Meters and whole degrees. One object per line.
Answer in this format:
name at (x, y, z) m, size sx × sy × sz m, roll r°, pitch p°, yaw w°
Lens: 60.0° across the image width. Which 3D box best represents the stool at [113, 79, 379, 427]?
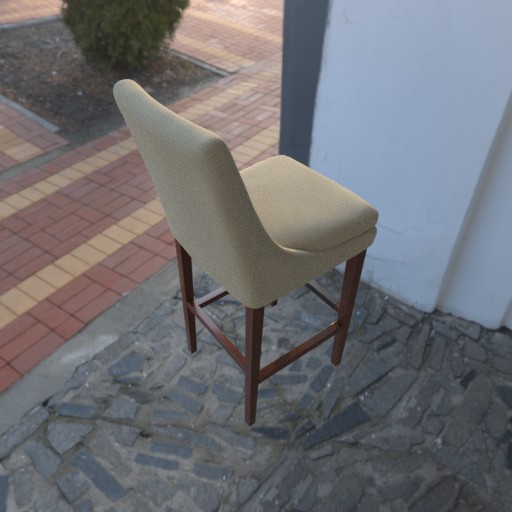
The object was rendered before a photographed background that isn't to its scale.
stool at (0.000, 0.000, 1.382) m, size 0.577 × 1.078 × 0.470 m, roll -26°, pitch 47°, yaw -27°
